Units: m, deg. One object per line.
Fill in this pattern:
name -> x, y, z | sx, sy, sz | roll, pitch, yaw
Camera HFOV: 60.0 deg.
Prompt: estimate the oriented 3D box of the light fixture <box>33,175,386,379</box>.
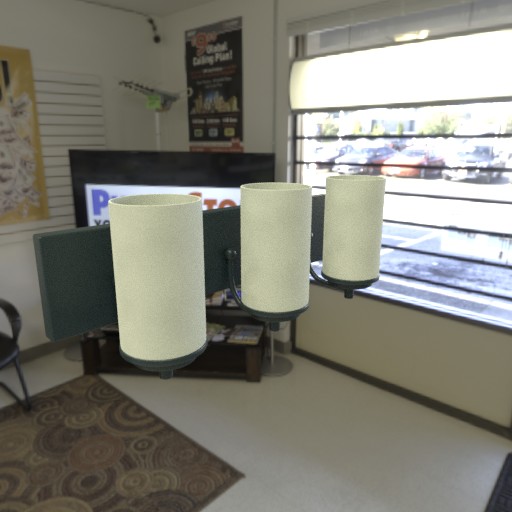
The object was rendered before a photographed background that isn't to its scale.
light fixture -> 0.000, 0.000, 0.534 | 0.451, 0.172, 0.145 | -14, 21, -43
